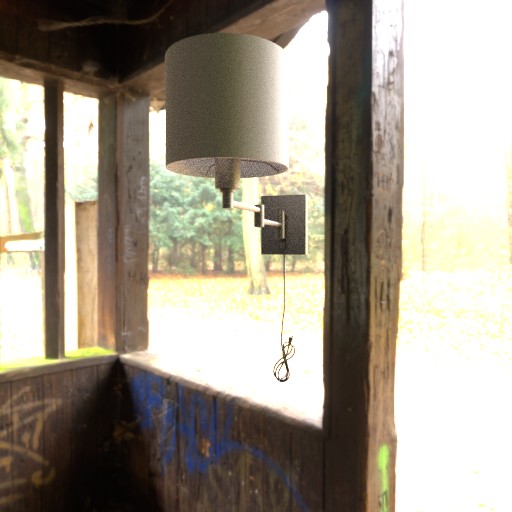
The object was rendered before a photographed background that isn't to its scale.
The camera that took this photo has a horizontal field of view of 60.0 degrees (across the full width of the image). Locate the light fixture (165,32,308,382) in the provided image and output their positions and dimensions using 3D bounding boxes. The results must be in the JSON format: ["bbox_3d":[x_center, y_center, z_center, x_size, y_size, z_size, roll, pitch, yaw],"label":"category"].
[{"bbox_3d":[0.000,0.000,0.892,0.203,0.651,0.516,0,2,18],"label":"light fixture"}]
